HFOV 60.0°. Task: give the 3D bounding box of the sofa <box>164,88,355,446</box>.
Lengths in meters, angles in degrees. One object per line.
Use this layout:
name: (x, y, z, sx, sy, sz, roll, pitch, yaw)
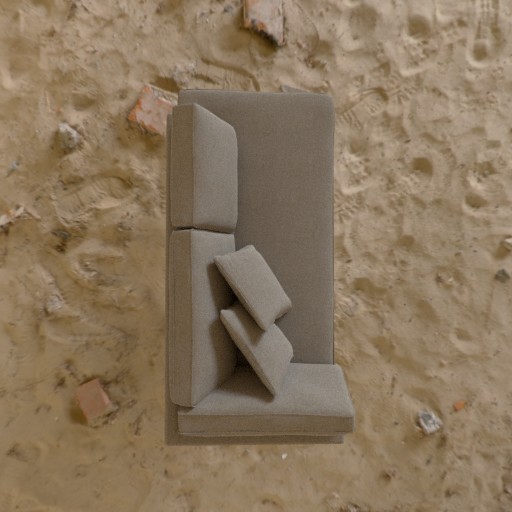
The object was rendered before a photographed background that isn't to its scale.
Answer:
sofa: (0.000, 0.000, 2.926, 1.110, 1.019, 2.238, 0, 88, -1)
